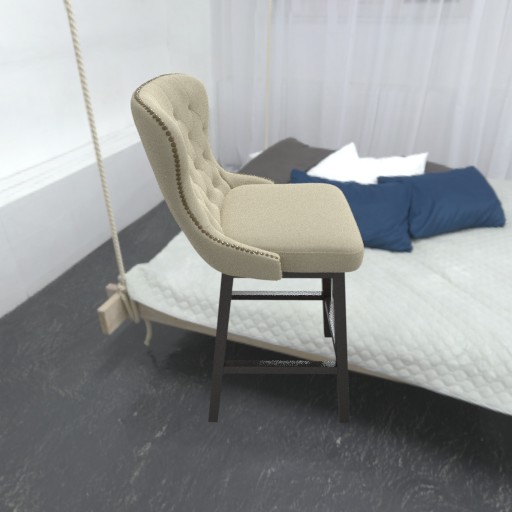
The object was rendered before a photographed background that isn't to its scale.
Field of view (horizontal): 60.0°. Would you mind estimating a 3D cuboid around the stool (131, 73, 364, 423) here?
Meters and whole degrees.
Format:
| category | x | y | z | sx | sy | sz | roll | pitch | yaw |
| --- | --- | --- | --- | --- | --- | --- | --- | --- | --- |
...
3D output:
| category | x | y | z | sx | sy | sz | roll | pitch | yaw |
| --- | --- | --- | --- | --- | --- | --- | --- | --- | --- |
| stool | 0.000 | 0.000 | 1.327 | 0.593 | 0.971 | 0.528 | 0 | 31 | 0 |
